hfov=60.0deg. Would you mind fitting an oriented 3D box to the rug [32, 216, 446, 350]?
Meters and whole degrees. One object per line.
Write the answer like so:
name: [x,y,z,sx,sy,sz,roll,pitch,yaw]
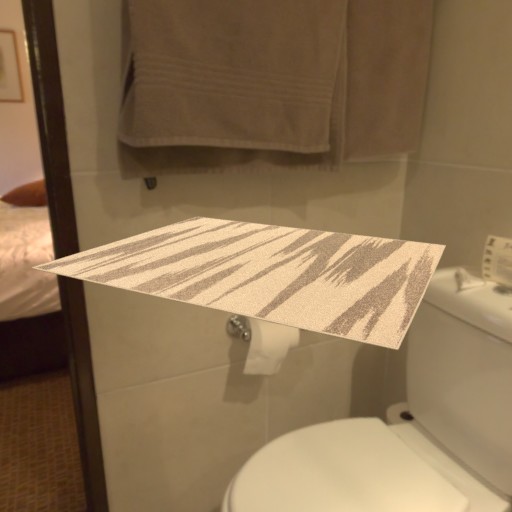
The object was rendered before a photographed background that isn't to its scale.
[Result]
rug: [0.000,0.000,3.980,2.945,0.014,2.353,9,19,27]
